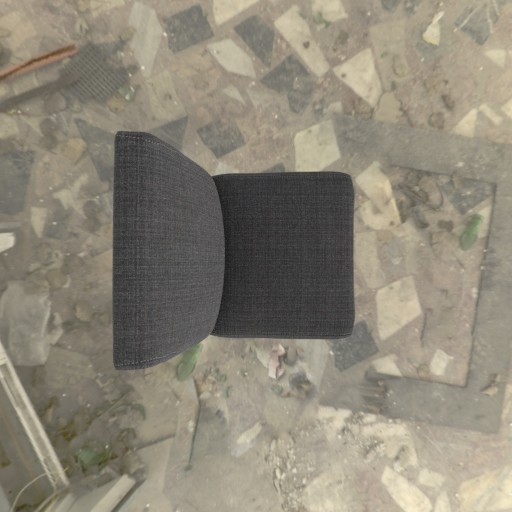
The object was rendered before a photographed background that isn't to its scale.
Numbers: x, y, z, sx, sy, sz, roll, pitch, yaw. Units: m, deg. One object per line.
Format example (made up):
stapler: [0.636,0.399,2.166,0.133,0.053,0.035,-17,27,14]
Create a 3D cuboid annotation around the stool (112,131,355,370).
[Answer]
stool: [0.000,0.000,1.277,0.526,1.010,0.459,0,89,-1]
